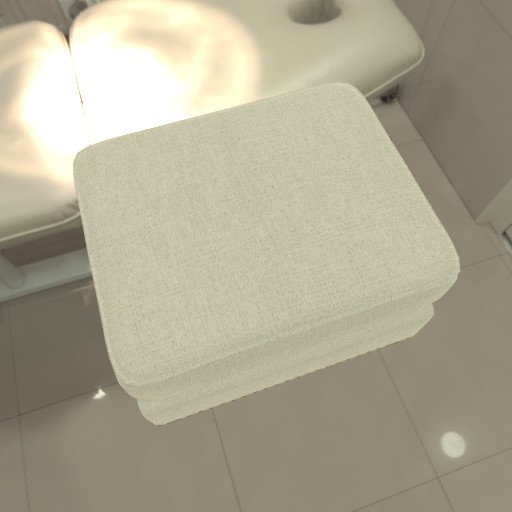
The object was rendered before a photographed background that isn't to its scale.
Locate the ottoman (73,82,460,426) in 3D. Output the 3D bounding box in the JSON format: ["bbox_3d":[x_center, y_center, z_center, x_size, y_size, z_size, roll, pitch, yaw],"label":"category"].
[{"bbox_3d":[0.000,0.000,1.119,0.738,0.537,0.589,-17,65,-8],"label":"ottoman"}]
